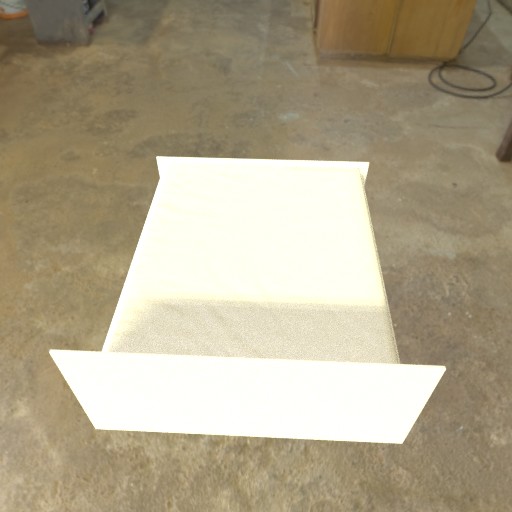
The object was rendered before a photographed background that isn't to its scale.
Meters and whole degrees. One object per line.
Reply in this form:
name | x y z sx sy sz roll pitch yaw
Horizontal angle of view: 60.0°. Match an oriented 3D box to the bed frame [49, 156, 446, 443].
bed frame | 0.000 0.000 2.924 1.720 0.800 2.060 2 46 2
